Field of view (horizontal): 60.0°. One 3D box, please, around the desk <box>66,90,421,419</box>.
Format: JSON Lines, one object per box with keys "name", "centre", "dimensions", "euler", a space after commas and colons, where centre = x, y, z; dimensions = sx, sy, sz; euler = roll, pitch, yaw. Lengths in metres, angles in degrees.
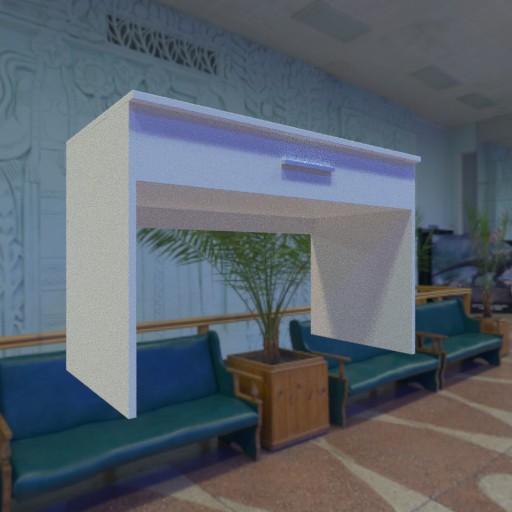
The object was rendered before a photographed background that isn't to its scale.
{"name": "desk", "centre": [0.000, 0.000, 1.527], "dimensions": [1.100, 0.730, 0.560], "euler": [0, 0, -37]}
